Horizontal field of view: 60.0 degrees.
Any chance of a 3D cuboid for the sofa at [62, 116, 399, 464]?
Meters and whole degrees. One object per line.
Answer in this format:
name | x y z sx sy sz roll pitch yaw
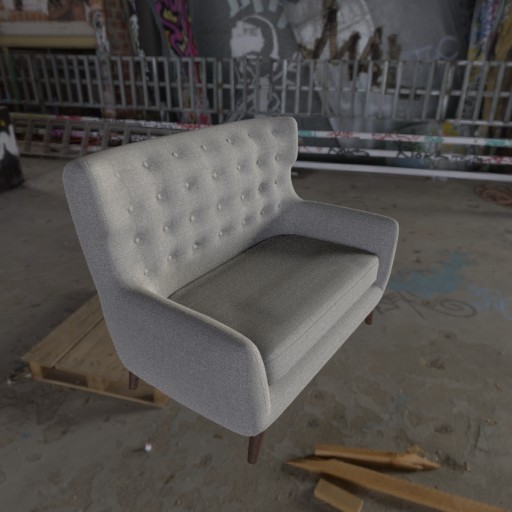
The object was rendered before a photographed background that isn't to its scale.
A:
sofa | 0.000 0.000 2.004 0.884 1.028 1.386 17 31 32
